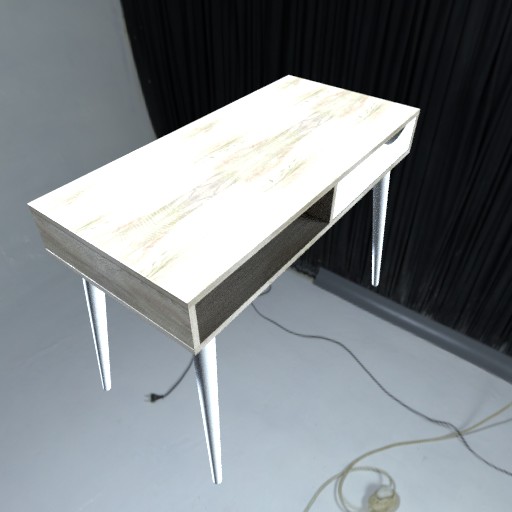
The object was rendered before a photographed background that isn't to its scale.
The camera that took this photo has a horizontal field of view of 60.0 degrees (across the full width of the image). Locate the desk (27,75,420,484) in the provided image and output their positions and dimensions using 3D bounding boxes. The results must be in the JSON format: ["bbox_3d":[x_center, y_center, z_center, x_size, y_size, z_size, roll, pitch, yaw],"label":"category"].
[{"bbox_3d":[0.000,0.000,1.361,0.491,0.723,0.979,27,48,27],"label":"desk"}]
